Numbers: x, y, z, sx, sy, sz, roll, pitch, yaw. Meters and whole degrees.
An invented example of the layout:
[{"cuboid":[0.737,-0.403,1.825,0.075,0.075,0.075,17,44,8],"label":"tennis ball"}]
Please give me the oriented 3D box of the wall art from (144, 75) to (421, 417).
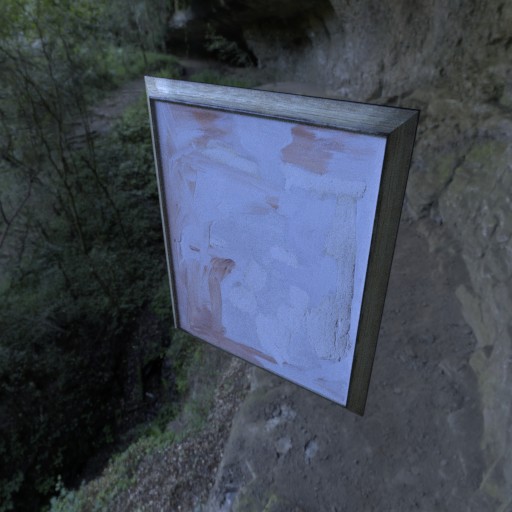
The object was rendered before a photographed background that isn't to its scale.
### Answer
[{"cuboid":[0.000,0.000,0.644,0.381,0.457,0.023,19,36,28],"label":"wall art"}]
